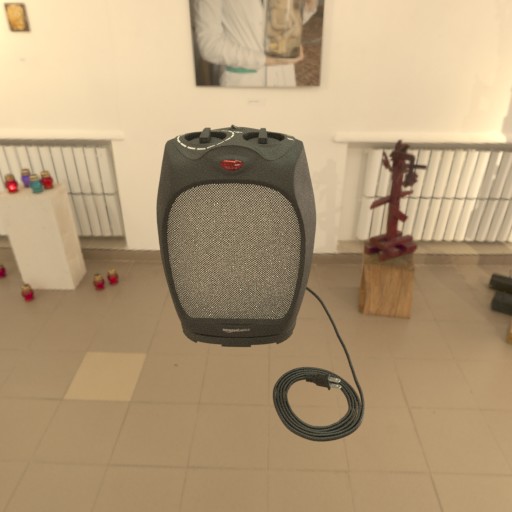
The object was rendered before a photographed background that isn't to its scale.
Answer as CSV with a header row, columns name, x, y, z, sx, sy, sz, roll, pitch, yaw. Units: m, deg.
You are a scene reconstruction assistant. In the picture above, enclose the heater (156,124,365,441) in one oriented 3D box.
name,x,y,z,sx,sy,sz,roll,pitch,yaw
heater,0.000,0.000,0.498,0.239,0.255,0.291,1,31,1
